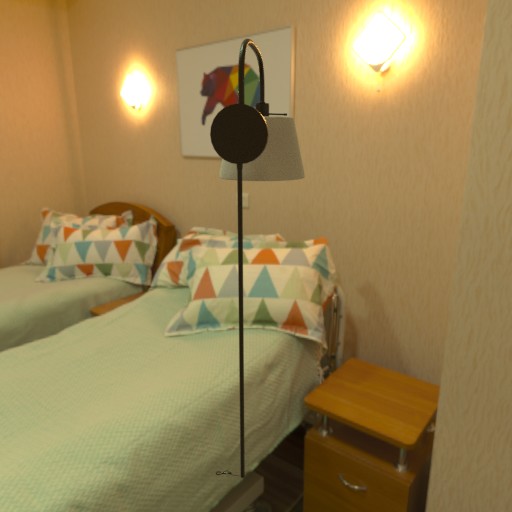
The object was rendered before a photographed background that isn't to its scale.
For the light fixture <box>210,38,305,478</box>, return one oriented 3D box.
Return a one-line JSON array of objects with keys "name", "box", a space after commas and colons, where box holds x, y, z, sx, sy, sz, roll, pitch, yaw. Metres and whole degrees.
[{"name": "light fixture", "box": [0.000, 0.000, 0.460, 0.092, 0.399, 0.176, 2, 15, 9]}]
